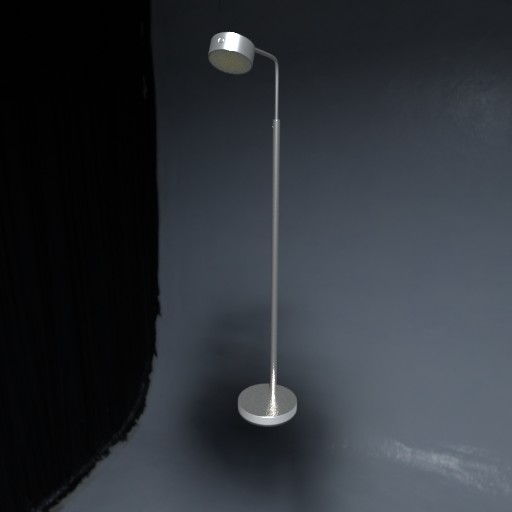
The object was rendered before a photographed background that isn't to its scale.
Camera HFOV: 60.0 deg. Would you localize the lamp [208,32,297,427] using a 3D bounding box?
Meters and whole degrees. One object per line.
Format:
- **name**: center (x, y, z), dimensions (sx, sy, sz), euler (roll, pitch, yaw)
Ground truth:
- **lamp**: center (0.000, 0.000, 1.438), dimensions (0.222, 1.250, 0.421), euler (7, 17, 25)
